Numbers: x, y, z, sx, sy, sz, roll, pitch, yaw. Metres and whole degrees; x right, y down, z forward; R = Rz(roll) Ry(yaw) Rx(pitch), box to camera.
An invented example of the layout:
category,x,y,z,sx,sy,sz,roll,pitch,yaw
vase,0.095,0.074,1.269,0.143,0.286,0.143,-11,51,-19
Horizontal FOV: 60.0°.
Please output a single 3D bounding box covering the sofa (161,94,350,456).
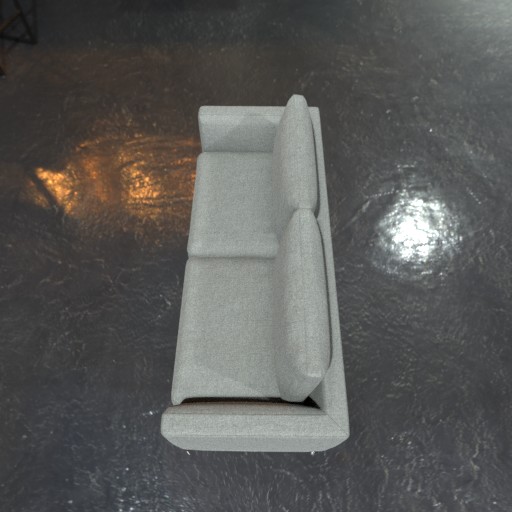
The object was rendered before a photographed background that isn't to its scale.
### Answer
category,x,y,z,sx,sy,sz,roll,pitch,yaw
sofa,0.000,0.000,2.753,0.869,1.002,2.212,1,58,0
